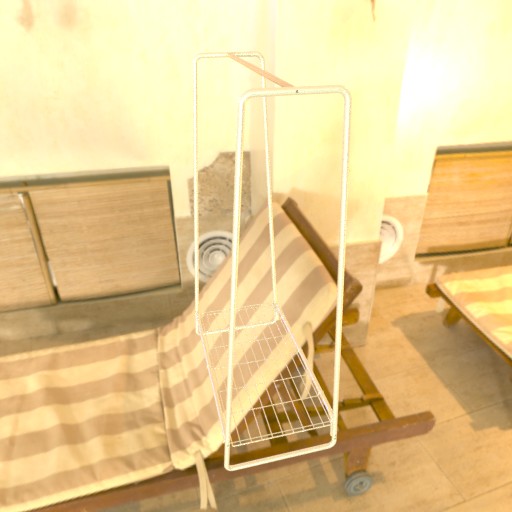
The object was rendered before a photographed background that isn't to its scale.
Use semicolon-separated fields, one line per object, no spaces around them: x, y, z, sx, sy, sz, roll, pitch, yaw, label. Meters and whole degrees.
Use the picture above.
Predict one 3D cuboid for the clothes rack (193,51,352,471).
0.000;0.000;1.882;0.495;1.500;0.900;-7;31;-12;clothes rack
